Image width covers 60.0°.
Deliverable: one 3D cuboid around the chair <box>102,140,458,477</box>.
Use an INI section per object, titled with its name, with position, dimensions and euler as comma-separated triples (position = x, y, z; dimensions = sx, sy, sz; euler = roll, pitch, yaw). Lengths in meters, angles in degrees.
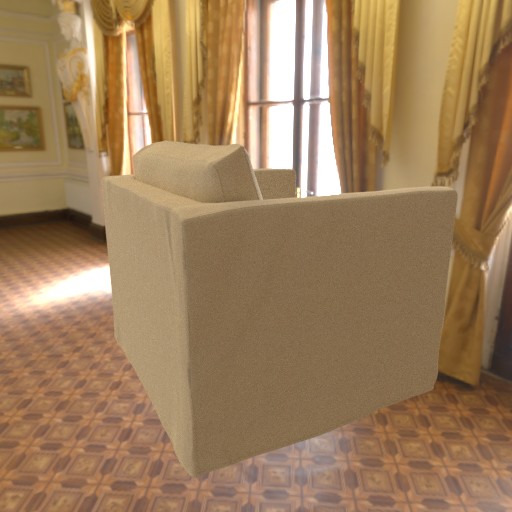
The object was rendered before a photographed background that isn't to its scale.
[chair]
position = 0.000, 0.000, 1.692
dimensions = 0.947, 0.851, 1.057
euler = -8, 17, -27
